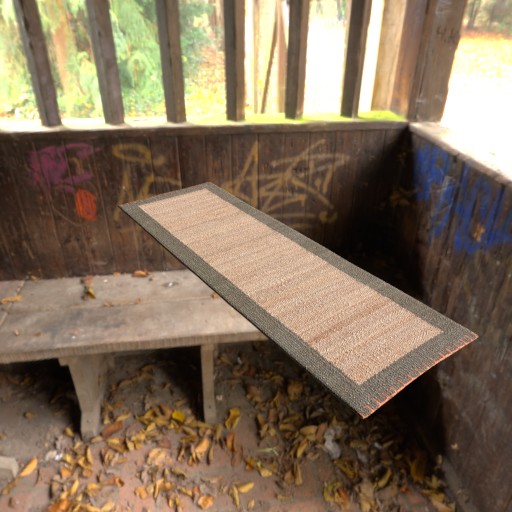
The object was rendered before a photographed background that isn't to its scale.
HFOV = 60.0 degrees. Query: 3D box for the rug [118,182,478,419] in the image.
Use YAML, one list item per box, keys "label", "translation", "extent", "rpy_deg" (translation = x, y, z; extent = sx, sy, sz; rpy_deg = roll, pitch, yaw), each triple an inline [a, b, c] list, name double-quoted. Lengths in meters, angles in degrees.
- label: "rug"
  translation: [0.000, 0.000, 2.699]
  extent: [0.810, 0.016, 2.413]
  rpy_deg: [-21, 37, -31]
